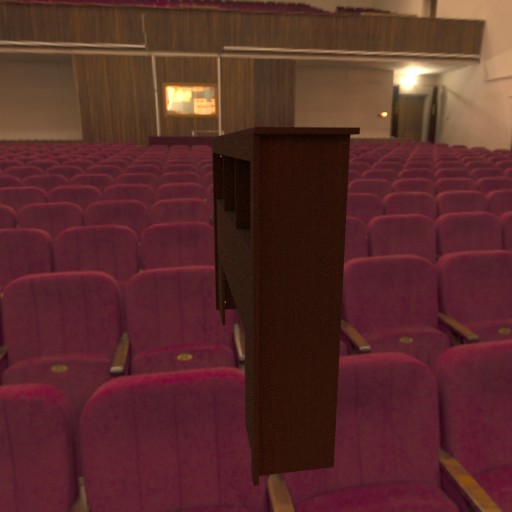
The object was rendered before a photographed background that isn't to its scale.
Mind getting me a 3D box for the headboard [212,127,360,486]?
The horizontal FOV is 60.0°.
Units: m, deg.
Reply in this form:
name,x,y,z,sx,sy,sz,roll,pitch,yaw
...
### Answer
name,x,y,z,sx,sy,sz,roll,pitch,yaw
headboard,0.000,0.000,2.068,0.279,1.092,1.671,-2,14,-9
